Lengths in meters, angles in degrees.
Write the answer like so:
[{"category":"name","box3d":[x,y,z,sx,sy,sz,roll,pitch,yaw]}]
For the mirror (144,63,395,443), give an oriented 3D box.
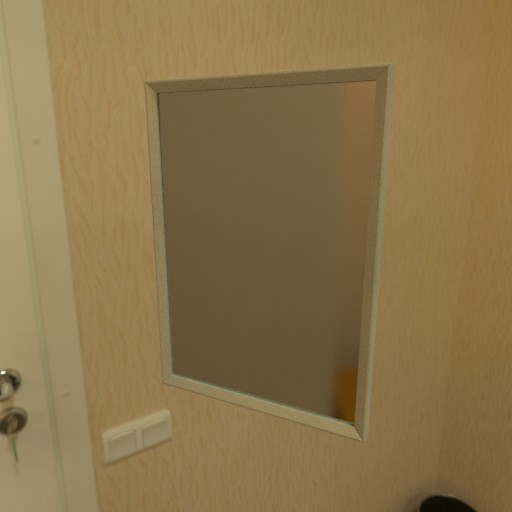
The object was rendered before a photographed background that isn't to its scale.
[{"category":"mirror","box3d":[0.000,0.000,0.929,0.507,0.710,0.039,7,16,26]}]
